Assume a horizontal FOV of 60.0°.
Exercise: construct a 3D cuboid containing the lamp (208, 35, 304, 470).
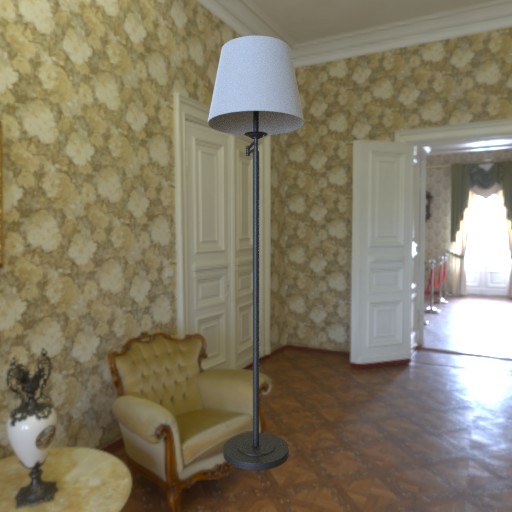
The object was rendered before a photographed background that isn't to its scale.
[{"bbox_3d":[0.000,0.000,1.621,0.348,1.473,0.348,-1,2,-19],"label":"lamp"}]
